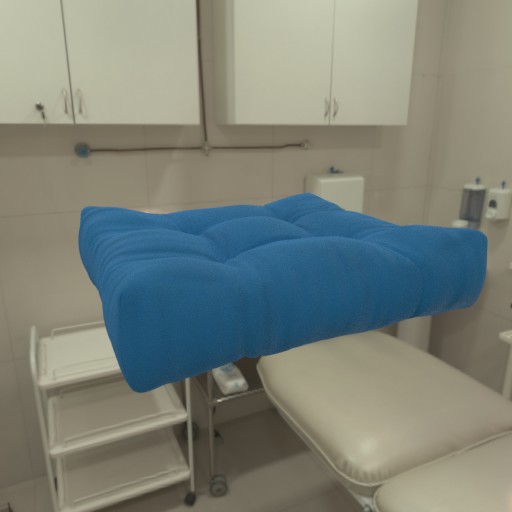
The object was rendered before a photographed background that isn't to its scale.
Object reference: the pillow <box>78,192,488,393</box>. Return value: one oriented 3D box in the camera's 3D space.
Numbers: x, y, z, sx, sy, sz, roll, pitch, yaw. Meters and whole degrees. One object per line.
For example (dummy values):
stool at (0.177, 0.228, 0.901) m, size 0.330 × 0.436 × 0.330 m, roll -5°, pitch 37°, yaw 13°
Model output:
pillow at (0.000, 0.000, 0.691) m, size 0.490 × 0.128 × 0.468 m, roll -8°, pitch 18°, yaw -24°
